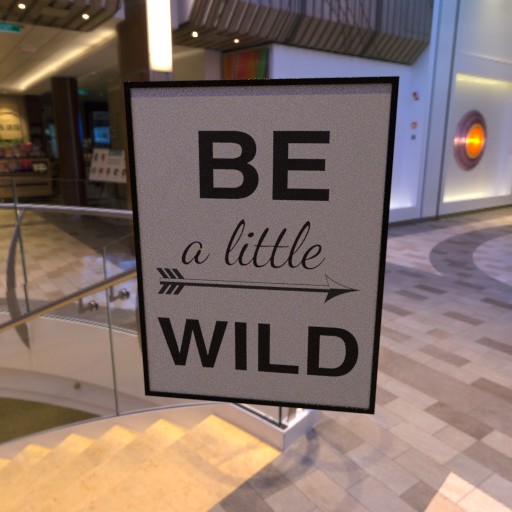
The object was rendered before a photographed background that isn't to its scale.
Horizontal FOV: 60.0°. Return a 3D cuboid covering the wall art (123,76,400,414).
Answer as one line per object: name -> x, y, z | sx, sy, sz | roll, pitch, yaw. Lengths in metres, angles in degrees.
wall art -> 0.000, 0.000, 0.781 | 0.442, 0.582, 0.013 | 2, 14, 8
